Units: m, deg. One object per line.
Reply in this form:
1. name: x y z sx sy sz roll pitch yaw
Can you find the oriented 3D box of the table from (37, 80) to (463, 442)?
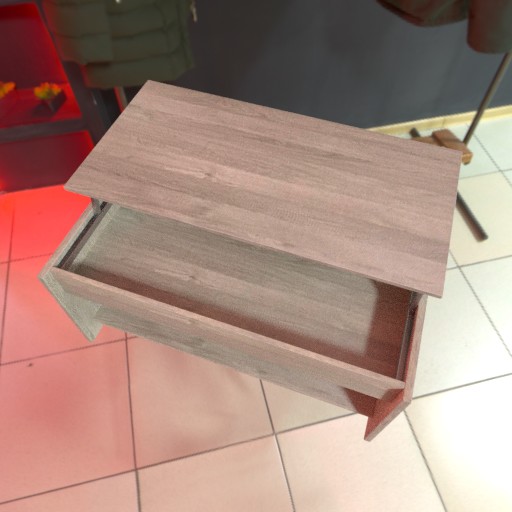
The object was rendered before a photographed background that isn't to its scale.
1. table: 0.000 0.000 1.409 1.000 0.570 0.712 16 58 11
